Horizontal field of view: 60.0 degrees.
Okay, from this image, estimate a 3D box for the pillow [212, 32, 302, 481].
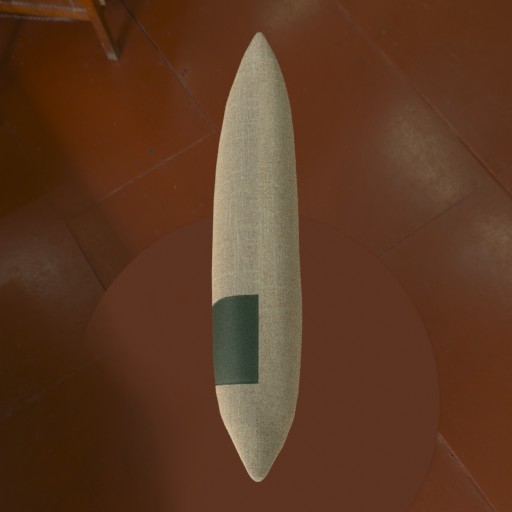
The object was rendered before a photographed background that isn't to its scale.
[{"bbox_3d":[0.000,0.000,1.017,0.197,0.429,0.859,0,74,0],"label":"pillow"}]
